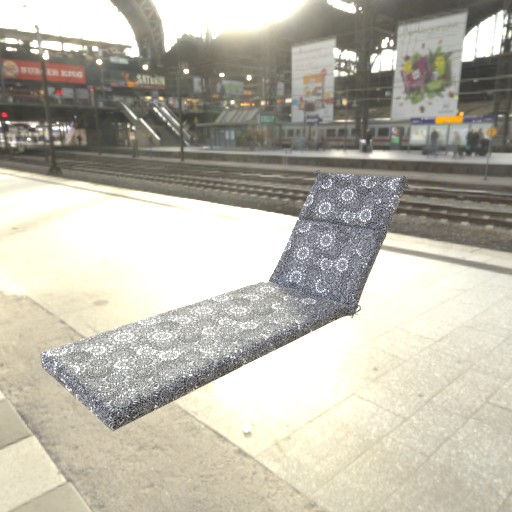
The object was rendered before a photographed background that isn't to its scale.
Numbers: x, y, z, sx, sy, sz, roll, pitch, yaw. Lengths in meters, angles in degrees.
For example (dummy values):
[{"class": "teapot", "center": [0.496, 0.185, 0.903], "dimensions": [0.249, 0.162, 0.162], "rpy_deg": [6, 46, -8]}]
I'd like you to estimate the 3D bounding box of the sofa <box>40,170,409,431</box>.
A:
[{"class": "sofa", "center": [0.000, 0.000, 1.890], "dimensions": [0.582, 0.622, 1.663], "rpy_deg": [14, 21, 43]}]
